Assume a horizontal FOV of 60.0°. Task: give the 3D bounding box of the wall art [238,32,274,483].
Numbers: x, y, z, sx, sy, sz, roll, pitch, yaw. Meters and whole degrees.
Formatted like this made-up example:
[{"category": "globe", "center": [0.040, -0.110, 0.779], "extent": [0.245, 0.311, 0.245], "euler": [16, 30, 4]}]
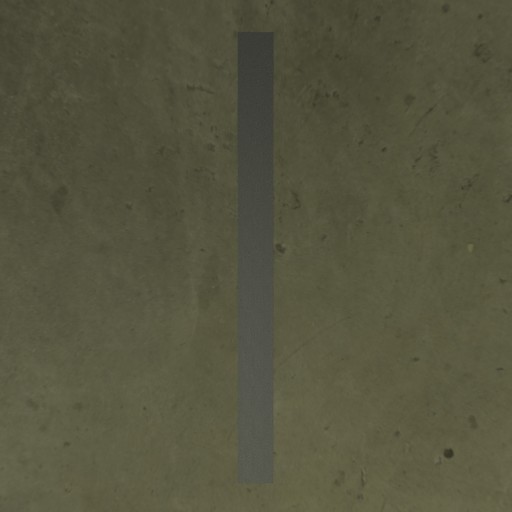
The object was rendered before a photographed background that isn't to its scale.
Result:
[{"category": "wall art", "center": [0.000, 0.000, 0.754], "extent": [0.040, 0.509, 0.509], "euler": [0, 91, 0]}]
